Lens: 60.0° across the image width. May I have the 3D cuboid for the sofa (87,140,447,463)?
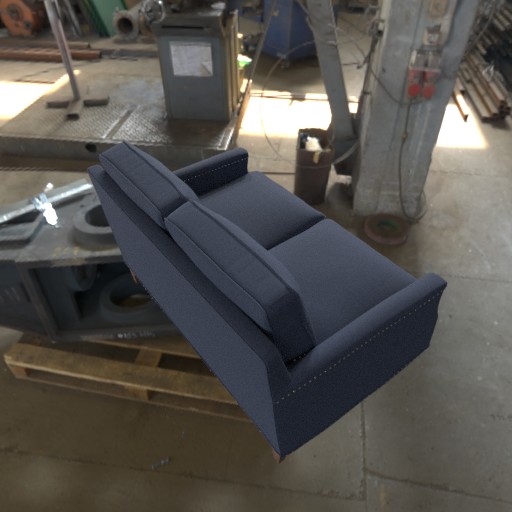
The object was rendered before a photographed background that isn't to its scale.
[{"bbox_3d":[0.000,0.000,2.295,1.084,1.003,1.597,-26,48,-27],"label":"sofa"}]
